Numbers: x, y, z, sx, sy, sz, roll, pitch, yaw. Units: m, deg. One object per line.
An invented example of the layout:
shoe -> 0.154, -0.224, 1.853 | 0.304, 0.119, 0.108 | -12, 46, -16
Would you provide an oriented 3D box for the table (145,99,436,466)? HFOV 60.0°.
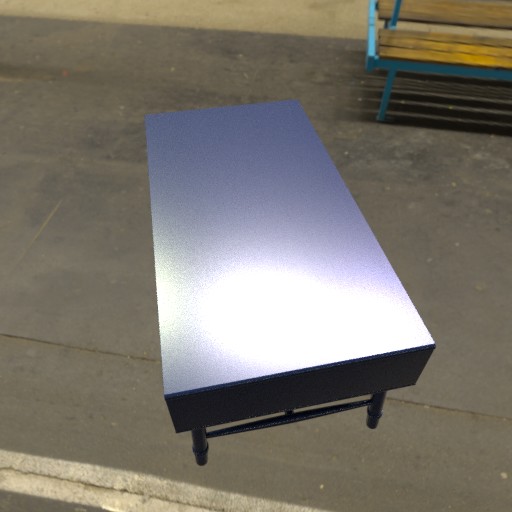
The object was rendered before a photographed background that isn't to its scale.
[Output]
table -> 0.000, 0.000, 1.389 | 0.572, 0.457, 1.067 | -9, 47, -8
